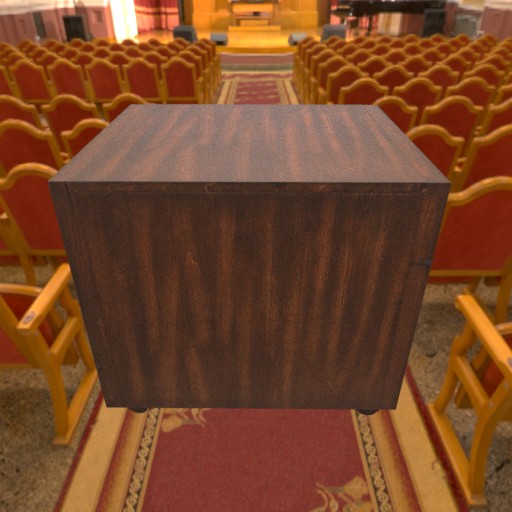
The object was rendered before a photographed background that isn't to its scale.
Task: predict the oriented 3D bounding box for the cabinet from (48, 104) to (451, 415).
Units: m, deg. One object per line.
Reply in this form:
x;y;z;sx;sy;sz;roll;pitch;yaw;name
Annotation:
0.000;0.000;0.822;0.500;0.455;0.402;0;32;0;cabinet
